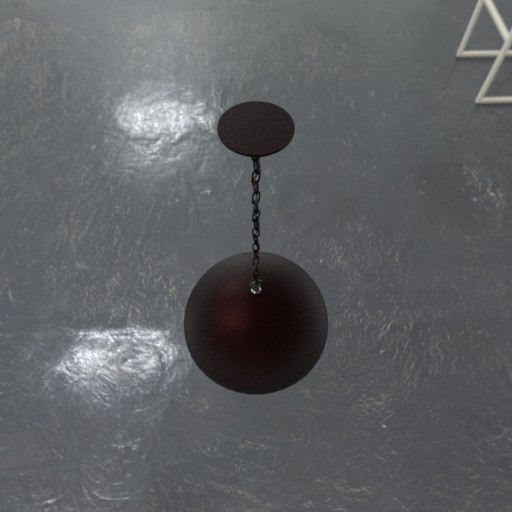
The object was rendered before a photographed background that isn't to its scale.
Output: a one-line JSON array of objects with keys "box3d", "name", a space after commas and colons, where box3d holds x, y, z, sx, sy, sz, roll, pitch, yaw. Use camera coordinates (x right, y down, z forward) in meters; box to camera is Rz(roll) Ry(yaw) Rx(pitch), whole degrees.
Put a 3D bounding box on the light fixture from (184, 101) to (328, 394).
[{"box3d": [0.000, 0.000, 1.159, 0.492, 0.869, 0.492, -19, 60, -11], "name": "light fixture"}]
